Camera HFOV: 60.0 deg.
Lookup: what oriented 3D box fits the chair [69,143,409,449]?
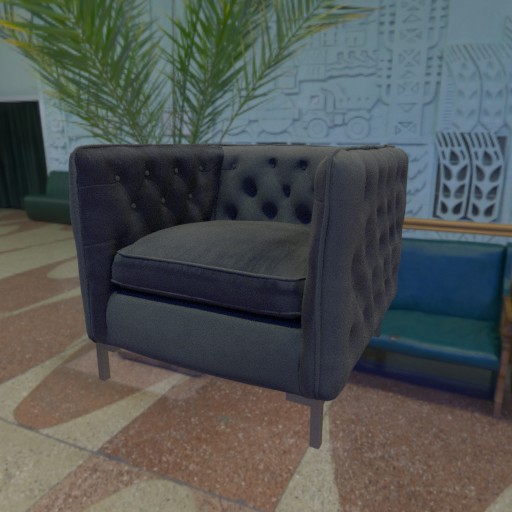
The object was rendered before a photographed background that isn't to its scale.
[{"bbox_3d":[0.000,0.000,1.645,0.946,0.807,0.913,7,16,26],"label":"chair"}]
